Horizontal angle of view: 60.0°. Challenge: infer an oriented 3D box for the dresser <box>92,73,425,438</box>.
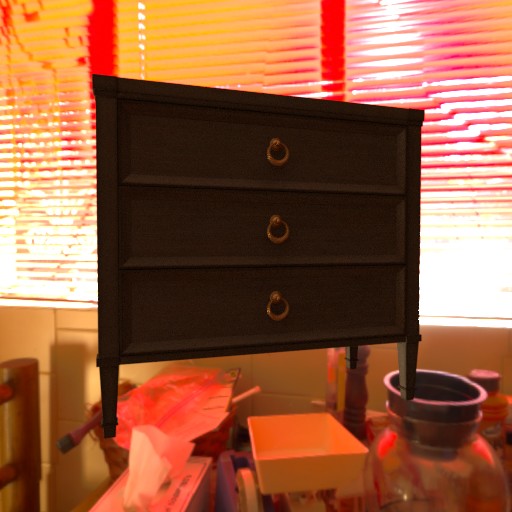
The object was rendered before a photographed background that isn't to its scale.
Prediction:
[{"bbox_3d":[0.000,0.000,1.554,1.049,0.986,0.463,-1,2,-18],"label":"dresser"}]
